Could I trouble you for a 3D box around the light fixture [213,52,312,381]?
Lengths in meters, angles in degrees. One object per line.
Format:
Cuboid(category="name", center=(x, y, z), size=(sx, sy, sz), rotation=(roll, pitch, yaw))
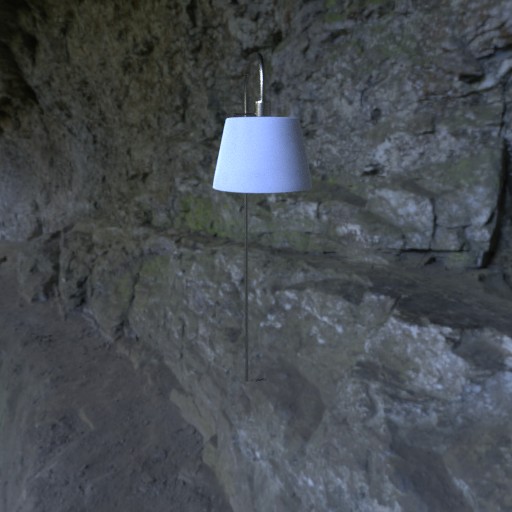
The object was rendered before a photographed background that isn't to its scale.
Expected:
Cuboid(category="light fixture", center=(0.000, 0.000, 0.474), size=(0.092, 0.399, 0.176), rotation=(-2, 15, -8))
